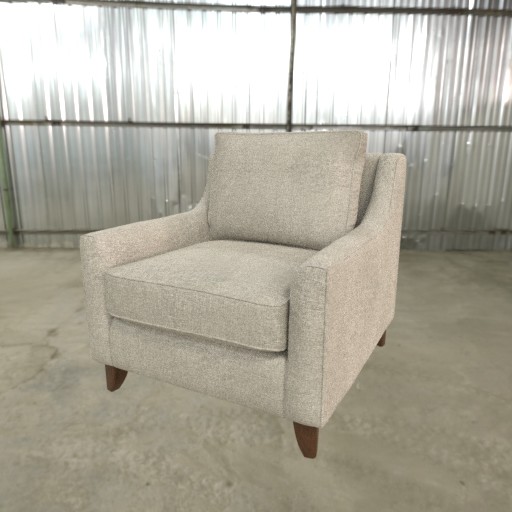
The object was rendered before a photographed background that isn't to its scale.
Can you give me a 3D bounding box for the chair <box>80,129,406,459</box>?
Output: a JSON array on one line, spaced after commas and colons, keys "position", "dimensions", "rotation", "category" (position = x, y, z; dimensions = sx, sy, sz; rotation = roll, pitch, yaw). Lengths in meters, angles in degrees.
[{"position": [0.000, 0.000, 1.561], "dimensions": [0.838, 0.864, 0.918], "rotation": [7, 16, 27], "category": "chair"}]
